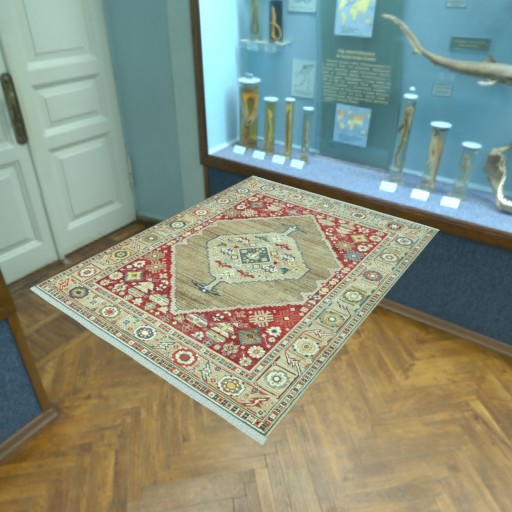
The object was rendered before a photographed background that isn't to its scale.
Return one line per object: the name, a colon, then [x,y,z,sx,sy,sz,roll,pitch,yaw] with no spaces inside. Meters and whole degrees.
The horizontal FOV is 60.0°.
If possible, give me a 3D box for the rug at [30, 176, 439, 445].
rug: [0.000,0.000,4.182,2.451,0.008,3.143,22,38,30]
